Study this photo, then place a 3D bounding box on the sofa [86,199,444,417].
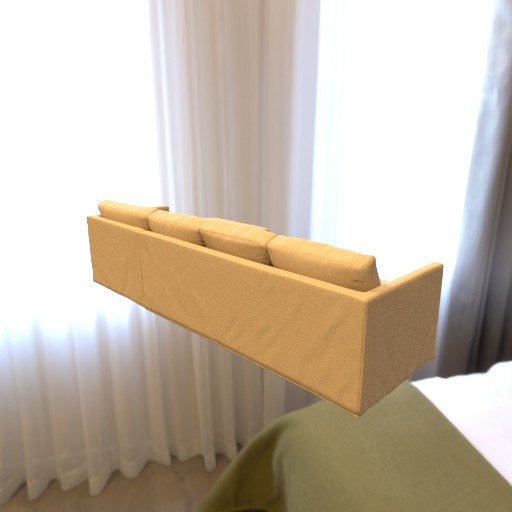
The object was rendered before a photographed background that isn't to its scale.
[{"bbox_3d":[0.000,0.000,3.899,3.206,0.871,1.622,15,22,43],"label":"sofa"}]
